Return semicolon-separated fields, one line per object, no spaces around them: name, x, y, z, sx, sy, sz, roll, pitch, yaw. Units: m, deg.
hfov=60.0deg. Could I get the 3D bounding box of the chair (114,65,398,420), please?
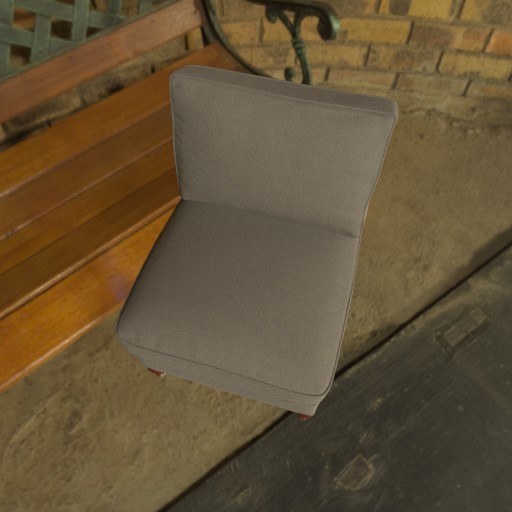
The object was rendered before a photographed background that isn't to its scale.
chair;0.000;0.000;1.611;0.724;1.045;0.924;14;58;9
